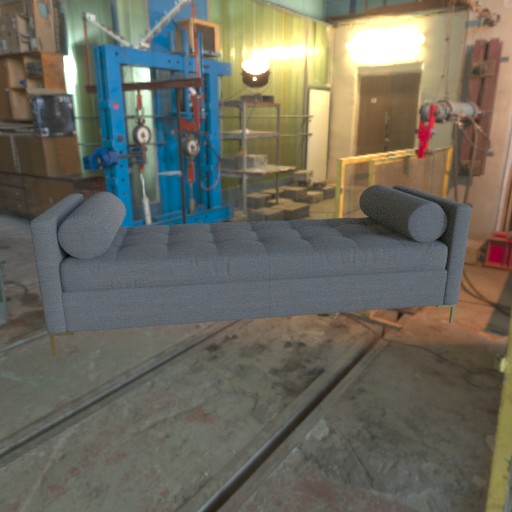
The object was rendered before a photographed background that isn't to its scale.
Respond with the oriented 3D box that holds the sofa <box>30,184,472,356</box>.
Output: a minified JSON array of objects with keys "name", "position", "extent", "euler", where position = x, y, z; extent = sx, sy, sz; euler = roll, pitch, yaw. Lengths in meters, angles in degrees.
[{"name":"sofa","position":[0.000,0.000,2.357],"extent":[1.981,0.635,0.686],"euler":[-3,18,-9]}]
